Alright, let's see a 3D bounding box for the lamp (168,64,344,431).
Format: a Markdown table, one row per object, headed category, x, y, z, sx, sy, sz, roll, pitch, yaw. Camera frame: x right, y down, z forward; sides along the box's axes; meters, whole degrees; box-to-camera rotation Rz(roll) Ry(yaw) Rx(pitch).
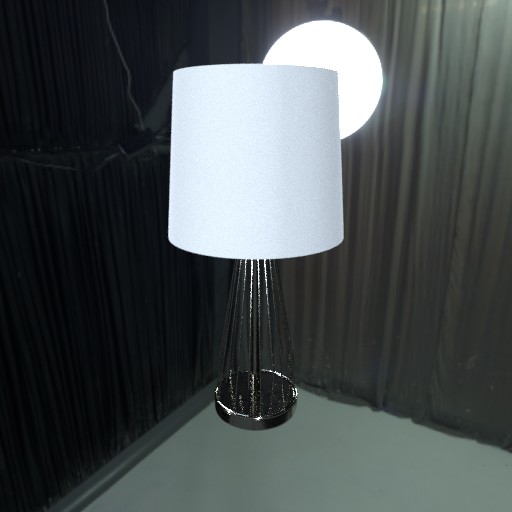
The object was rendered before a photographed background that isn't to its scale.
| category | x | y | z | sx | sy | sz | roll | pitch | yaw |
| --- | --- | --- | --- | --- | --- | --- | --- | --- | --- |
| lamp | 0.000 | 0.000 | 0.793 | 0.303 | 0.618 | 0.303 | 0 | 17 | 0 |
